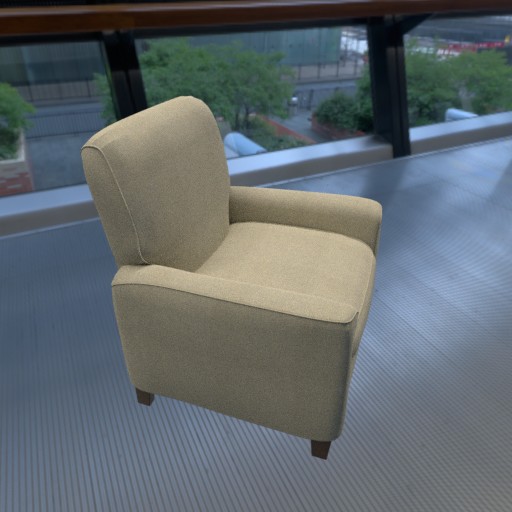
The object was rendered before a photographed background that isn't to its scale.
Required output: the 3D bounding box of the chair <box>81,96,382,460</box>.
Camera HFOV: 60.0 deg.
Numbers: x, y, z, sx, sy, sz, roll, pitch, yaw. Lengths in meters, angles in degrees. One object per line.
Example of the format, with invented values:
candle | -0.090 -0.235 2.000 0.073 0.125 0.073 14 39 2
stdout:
chair | 0.000 0.000 1.615 0.853 1.006 0.850 10 32 17
